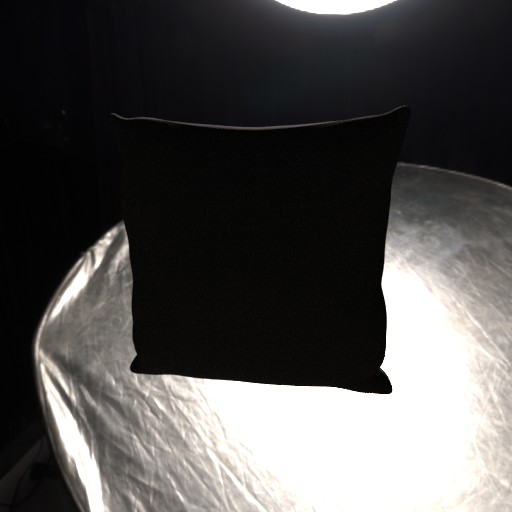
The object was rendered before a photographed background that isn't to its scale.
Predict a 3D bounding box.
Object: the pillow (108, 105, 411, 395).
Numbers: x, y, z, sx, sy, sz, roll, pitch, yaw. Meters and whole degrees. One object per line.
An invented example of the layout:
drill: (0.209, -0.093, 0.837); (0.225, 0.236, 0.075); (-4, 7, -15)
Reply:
pillow: (0.000, 0.000, 0.779); (0.503, 0.496, 0.208); (2, 15, 9)
